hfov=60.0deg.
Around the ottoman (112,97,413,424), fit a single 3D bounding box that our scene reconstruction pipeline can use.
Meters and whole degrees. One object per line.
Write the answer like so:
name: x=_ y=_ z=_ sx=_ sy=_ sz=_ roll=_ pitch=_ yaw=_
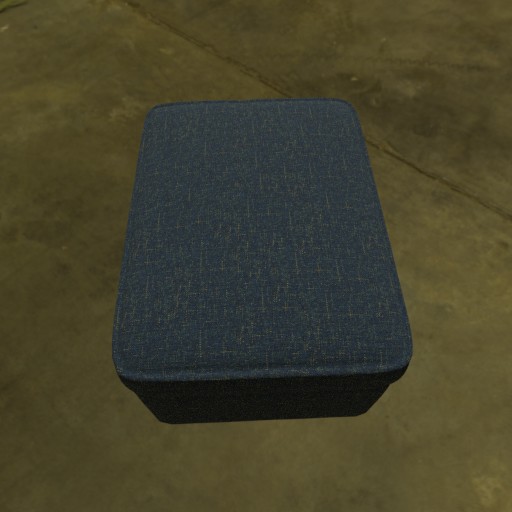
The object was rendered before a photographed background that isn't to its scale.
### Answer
ottoman: x=0.000 y=0.000 z=1.110 sx=0.549 sy=0.450 sz=0.749 roll=-2 pitch=57 yaw=-1
